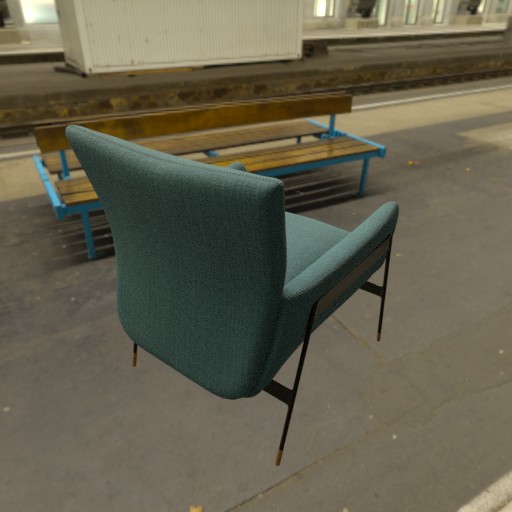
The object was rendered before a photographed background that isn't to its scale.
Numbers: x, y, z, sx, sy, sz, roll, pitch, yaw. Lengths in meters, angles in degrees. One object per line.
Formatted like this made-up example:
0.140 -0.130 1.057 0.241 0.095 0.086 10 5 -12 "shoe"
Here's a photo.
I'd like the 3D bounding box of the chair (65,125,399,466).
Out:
0.000 0.000 1.408 0.678 0.859 0.769 21 37 32 "chair"
